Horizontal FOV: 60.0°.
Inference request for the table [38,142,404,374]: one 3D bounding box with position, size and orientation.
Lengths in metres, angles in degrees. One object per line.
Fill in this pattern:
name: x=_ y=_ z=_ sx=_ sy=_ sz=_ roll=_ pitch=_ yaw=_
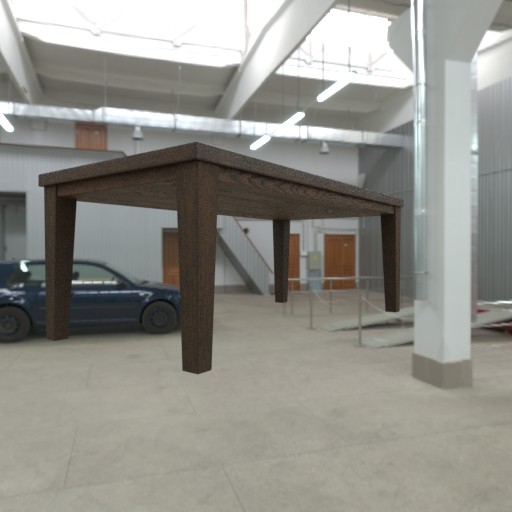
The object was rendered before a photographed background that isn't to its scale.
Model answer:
table: x=0.000 y=0.000 z=2.526 sx=1.016 sy=0.762 sz=1.981 roll=0 pitch=1 yaw=37
